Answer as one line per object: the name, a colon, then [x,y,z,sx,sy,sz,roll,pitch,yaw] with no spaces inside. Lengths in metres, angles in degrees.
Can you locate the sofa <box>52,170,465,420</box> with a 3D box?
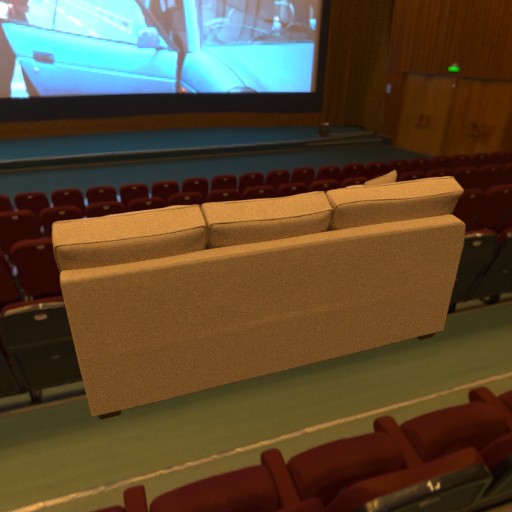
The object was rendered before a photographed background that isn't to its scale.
sofa: [0.000,0.000,2.507,1.962,0.946,1.034,-9,28,-17]
